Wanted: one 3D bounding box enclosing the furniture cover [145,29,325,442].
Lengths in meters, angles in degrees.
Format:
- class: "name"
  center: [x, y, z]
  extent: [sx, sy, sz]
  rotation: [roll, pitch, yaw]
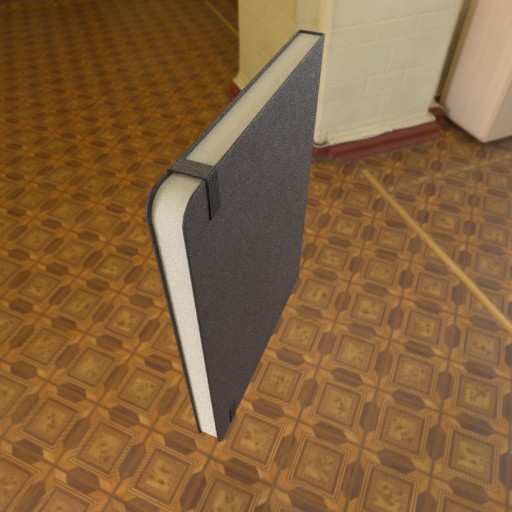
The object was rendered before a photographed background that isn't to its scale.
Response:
- class: "furniture cover"
  center: [0.000, 0.000, 0.366]
  extent: [0.023, 0.281, 0.216]
  rotation: [17, 49, 15]
